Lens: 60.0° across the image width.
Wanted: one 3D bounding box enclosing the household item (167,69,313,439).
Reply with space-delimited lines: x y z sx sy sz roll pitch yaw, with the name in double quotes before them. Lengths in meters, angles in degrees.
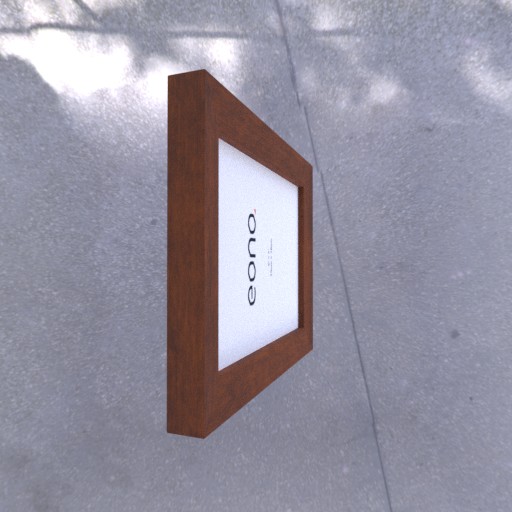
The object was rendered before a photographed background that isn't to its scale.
"household item" 0.000 0.000 0.293 0.096 0.204 0.160 0 89 1
